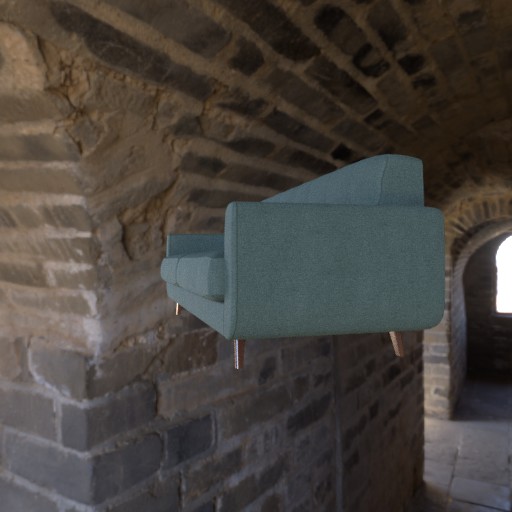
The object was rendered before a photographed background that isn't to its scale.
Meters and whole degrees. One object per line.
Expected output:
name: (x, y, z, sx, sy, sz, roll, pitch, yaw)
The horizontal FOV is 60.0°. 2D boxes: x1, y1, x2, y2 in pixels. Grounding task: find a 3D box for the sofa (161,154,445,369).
sofa: (0.000, 0.000, 2.539, 0.909, 0.841, 2.029, 0, -1, -17)
